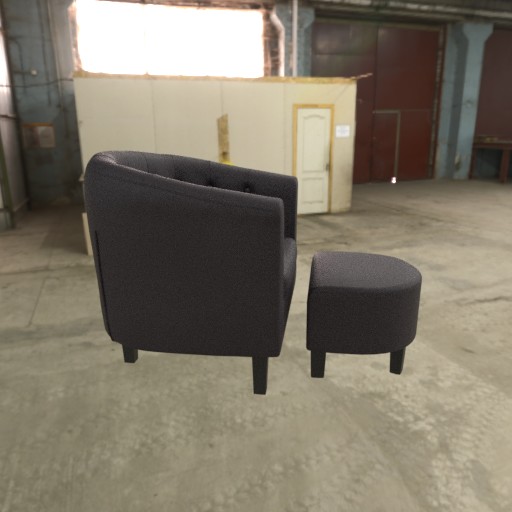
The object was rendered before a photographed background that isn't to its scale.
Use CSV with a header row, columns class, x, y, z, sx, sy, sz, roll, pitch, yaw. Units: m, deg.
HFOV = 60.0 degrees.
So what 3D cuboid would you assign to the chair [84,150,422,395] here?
class,x,y,z,sx,sy,sz,roll,pitch,yaw
chair,0.000,0.000,1.657,1.191,0.760,0.763,2,16,8
